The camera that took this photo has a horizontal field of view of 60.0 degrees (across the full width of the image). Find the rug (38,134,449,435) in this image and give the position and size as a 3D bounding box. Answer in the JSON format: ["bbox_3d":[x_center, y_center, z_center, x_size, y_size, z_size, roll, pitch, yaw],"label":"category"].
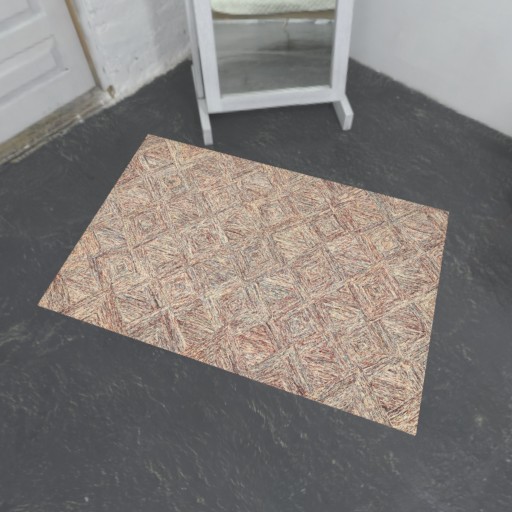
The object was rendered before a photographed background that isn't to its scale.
[{"bbox_3d":[0.000,0.000,2.872,2.285,0.019,1.523,16,61,10],"label":"rug"}]
